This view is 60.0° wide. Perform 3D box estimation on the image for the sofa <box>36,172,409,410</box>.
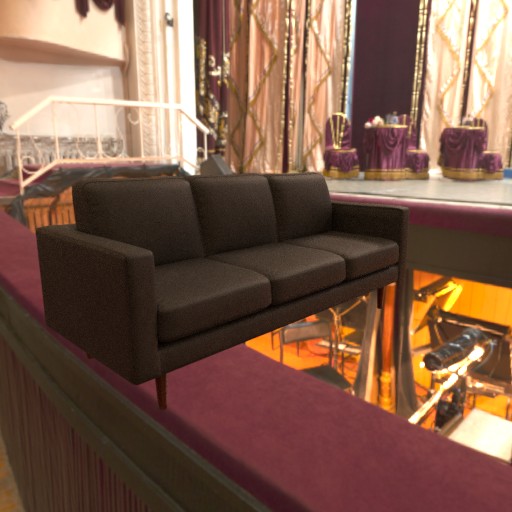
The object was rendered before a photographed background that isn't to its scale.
[{"bbox_3d":[0.000,0.000,2.503,0.879,0.899,2.029,12,18,44],"label":"sofa"}]
